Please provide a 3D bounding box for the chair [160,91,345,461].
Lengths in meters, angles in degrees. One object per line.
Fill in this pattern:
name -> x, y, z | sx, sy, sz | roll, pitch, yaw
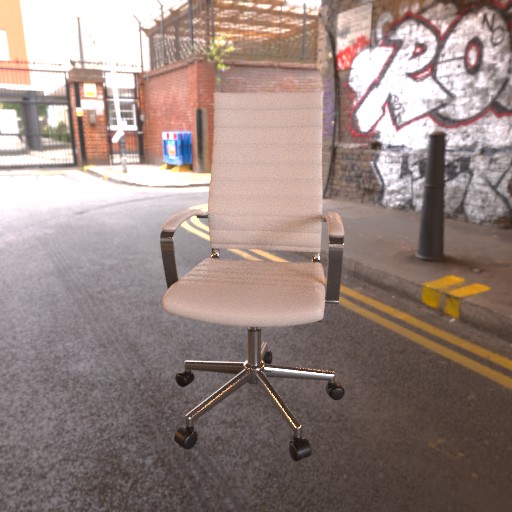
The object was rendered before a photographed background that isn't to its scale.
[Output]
chair -> 0.000, 0.000, 1.573 | 0.679, 1.149, 0.679 | 2, 16, 8
